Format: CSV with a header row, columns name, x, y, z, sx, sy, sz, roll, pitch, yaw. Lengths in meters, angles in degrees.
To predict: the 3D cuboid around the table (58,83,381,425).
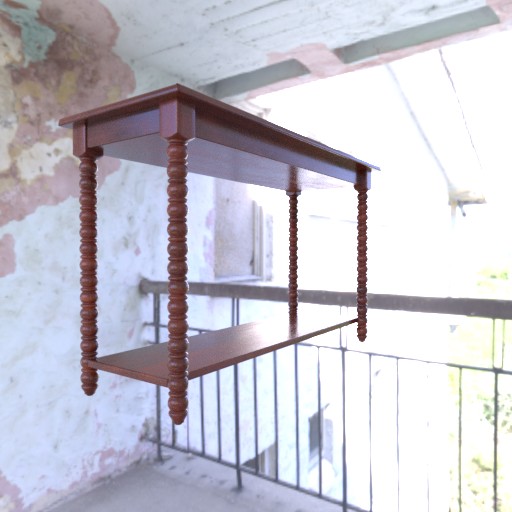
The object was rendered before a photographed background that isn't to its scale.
name,x,y,z,sx,sy,sz,roll,pitch,yaw
table,0.000,0.000,1.531,0.459,0.740,1.184,1,1,36
